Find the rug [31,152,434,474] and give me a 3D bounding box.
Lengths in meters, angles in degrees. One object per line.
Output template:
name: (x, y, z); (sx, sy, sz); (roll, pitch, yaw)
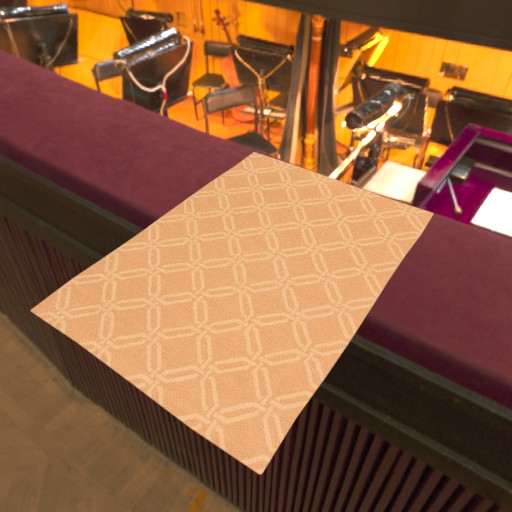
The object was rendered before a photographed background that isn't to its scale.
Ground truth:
rug: (0.000, 0.000, 2.721); (1.524, 0.013, 2.135); (25, 47, 25)
